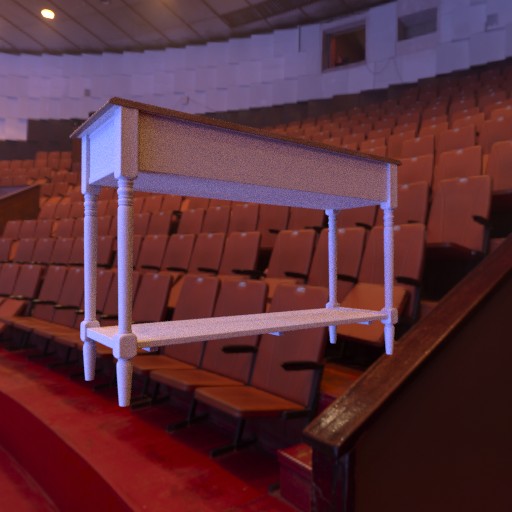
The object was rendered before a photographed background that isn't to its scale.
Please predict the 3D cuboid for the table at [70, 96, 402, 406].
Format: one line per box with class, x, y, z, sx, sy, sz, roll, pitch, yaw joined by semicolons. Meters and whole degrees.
table;0.000;0.000;1.642;1.219;0.800;0.399;1;-1;-36
